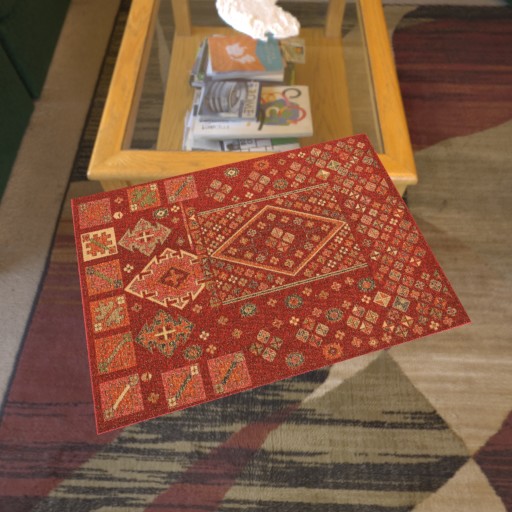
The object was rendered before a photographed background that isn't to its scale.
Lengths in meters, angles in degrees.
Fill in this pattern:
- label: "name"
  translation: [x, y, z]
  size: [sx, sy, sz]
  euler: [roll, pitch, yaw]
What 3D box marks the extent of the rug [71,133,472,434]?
- label: "rug"
  translation: [0.000, 0.000, 4.275]
  size: [3.306, 0.011, 2.389]
  euler: [-14, 62, -8]
